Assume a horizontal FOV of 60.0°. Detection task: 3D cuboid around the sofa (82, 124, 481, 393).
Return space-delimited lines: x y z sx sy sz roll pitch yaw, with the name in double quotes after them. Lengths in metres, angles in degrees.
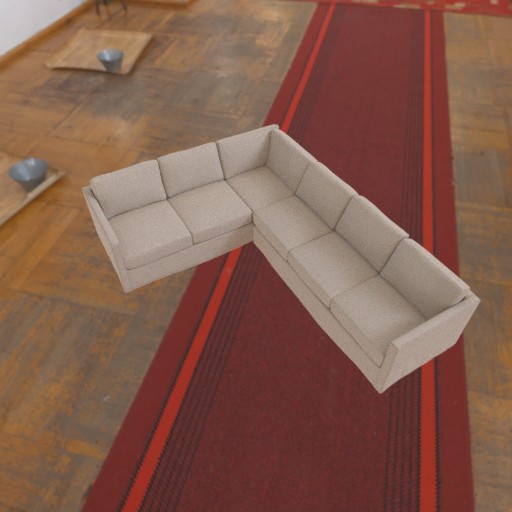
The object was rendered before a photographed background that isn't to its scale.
0.000 0.000 4.323 2.432 0.871 3.182 -23 50 -21 "sofa"
